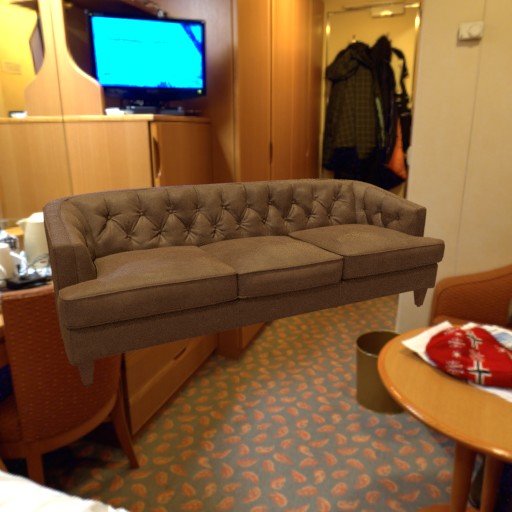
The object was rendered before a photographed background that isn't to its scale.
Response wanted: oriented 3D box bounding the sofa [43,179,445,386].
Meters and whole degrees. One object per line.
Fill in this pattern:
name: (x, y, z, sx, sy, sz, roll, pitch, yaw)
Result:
sofa: (0.000, 0.000, 2.646, 2.227, 0.787, 0.927, -8, 17, -26)
